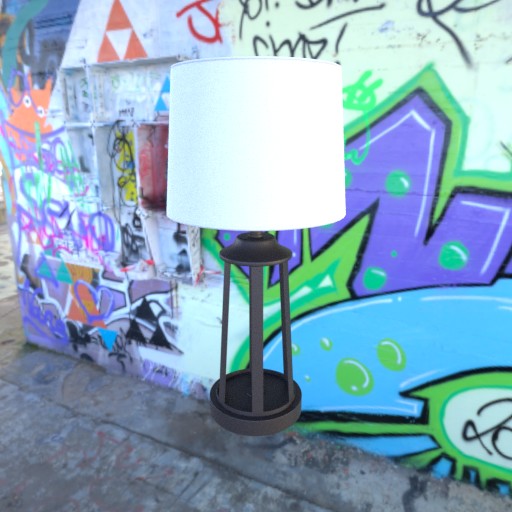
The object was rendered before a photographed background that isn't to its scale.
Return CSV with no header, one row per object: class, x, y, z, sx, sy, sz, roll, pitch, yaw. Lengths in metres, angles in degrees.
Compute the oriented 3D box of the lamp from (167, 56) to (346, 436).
lamp,0.000,0.000,0.651,0.251,0.509,0.251,0,16,0
